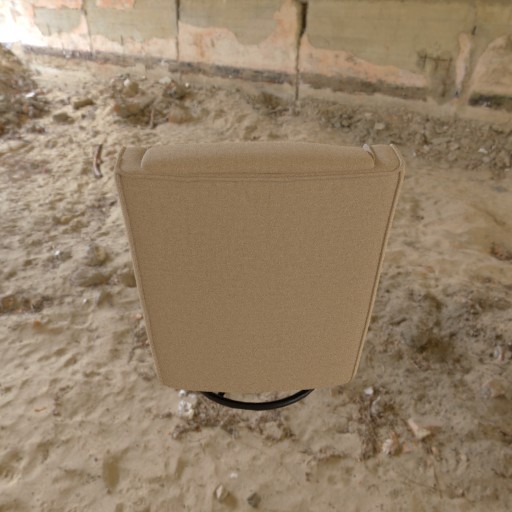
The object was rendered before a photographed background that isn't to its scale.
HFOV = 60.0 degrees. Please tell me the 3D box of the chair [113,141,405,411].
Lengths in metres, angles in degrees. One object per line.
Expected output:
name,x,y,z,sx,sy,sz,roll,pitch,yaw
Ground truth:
chair,0.000,0.000,1.567,0.732,0.993,0.879,-1,31,-1
